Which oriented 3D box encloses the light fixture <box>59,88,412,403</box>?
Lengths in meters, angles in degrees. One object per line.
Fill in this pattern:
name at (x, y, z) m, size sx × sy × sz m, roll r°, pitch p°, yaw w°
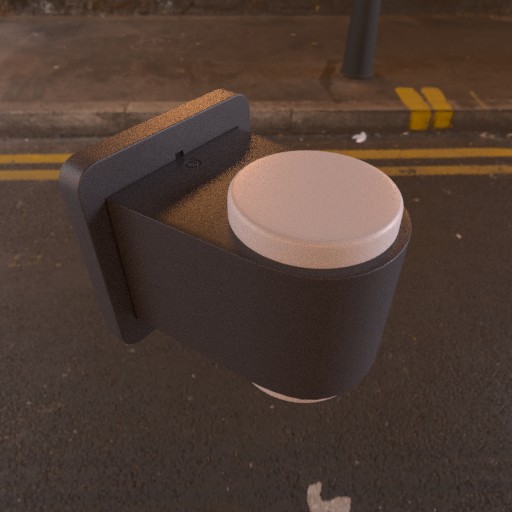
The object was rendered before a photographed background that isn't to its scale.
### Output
light fixture at (0.000, 0.000, 0.212) m, size 0.132 × 0.109 × 0.109 m, roll 26°, pitch 47°, yaw 27°
